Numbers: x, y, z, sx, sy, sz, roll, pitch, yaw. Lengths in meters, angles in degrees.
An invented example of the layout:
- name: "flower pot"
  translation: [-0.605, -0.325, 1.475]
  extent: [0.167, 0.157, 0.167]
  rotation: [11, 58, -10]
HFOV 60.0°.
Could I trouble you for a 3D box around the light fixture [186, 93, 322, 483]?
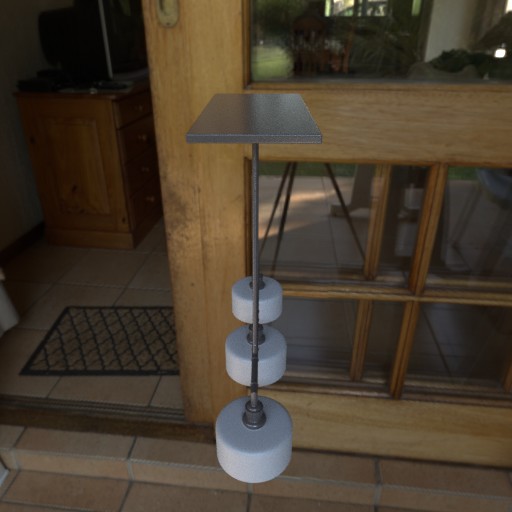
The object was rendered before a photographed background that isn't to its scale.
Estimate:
- name: "light fixture"
  translation: [0.000, 0.000, 0.875]
  extent: [0.177, 0.557, 0.582]
  rotation: [0, 27, 1]
